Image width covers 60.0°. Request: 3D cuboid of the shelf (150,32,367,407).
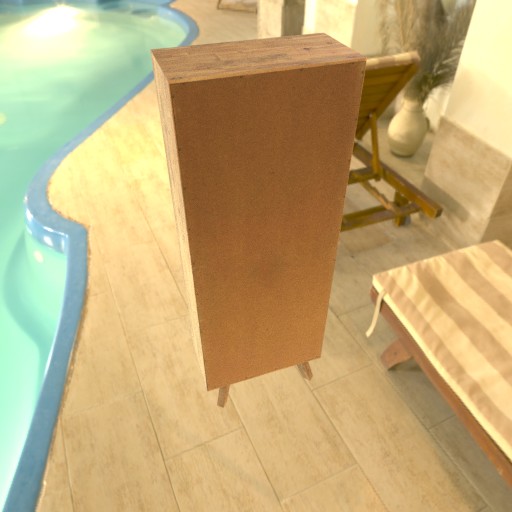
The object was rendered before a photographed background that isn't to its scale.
[{"bbox_3d":[0.000,0.000,1.550,0.491,1.342,0.267,-13,42,-14],"label":"shelf"}]
